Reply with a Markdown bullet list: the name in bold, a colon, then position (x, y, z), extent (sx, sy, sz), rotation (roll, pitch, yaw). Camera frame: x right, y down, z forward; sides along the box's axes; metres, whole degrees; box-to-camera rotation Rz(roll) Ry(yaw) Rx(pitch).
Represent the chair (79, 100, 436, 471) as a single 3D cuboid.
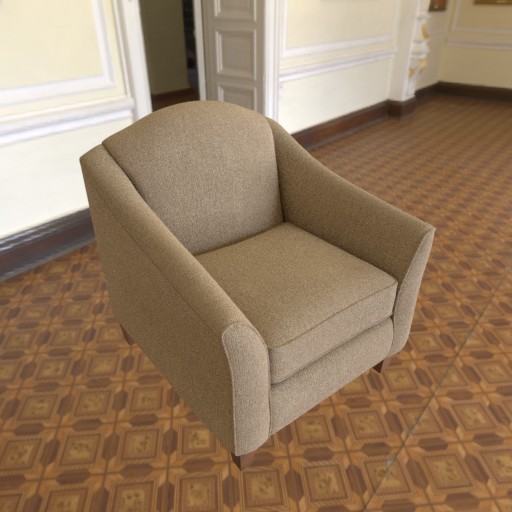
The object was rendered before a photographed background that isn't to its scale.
- **chair**: position (0.000, 0.000, 1.411), extent (0.763, 0.839, 0.787), rotation (-22, 37, -32)
